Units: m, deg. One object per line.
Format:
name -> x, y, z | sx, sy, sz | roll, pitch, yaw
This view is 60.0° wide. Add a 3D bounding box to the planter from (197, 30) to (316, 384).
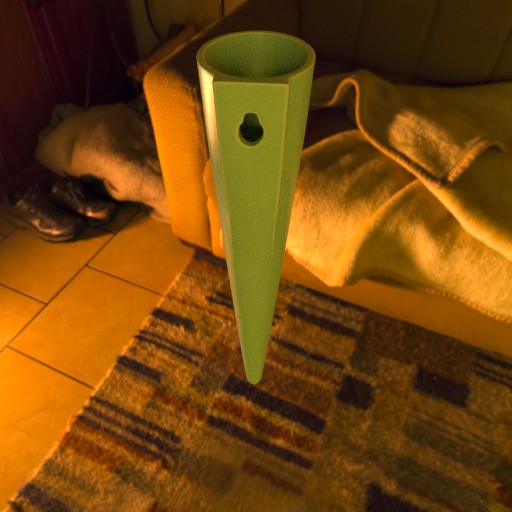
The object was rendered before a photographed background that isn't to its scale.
planter -> 0.000, 0.000, 0.298 | 0.054, 0.268, 0.055 | 3, 47, 3
